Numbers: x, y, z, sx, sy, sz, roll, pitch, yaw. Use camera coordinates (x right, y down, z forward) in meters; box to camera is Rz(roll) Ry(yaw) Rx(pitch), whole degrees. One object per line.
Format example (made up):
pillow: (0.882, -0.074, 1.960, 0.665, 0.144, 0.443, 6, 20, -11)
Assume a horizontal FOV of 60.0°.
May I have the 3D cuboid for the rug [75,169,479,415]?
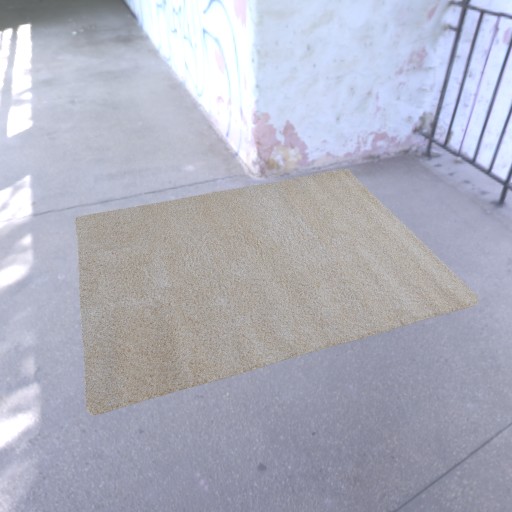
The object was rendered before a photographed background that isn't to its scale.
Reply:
rug: (0.000, 0.000, 2.100, 1.600, 0.025, 1.199, -13, 42, -15)
